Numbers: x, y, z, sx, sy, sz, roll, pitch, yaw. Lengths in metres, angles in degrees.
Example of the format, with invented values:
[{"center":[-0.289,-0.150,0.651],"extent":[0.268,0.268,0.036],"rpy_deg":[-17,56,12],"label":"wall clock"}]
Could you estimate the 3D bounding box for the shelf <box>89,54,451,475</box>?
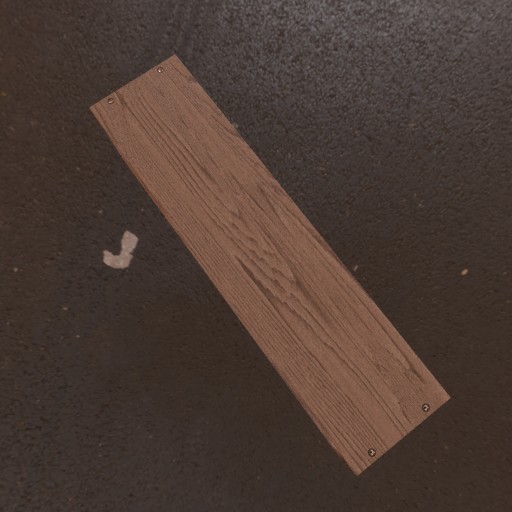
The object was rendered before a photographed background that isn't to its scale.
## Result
[{"center":[0.000,0.000,0.678],"extent":[0.150,0.170,0.610],"rpy_deg":[-36,79,-8],"label":"shelf"}]
